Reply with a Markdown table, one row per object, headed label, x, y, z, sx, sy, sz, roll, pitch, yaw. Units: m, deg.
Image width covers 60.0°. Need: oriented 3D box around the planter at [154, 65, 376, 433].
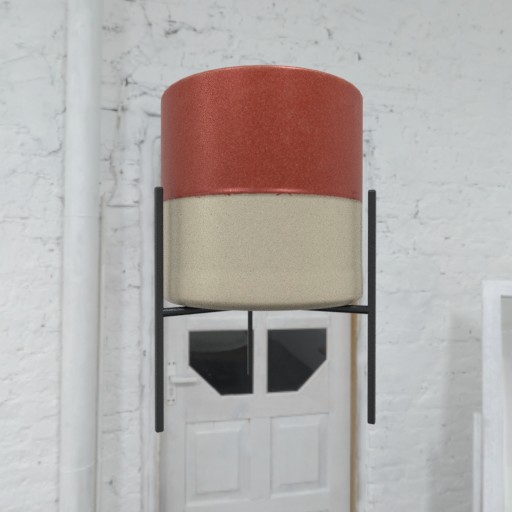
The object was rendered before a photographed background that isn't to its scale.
| label | x | y | z | sx | sy | sz | roll | pitch | yaw |
| --- | --- | --- | --- | --- | --- | --- | --- | --- | --- |
| planter | 0.000 | 0.000 | 0.519 | 0.251 | 0.354 | 0.235 | 0 | 1 | -36 |
